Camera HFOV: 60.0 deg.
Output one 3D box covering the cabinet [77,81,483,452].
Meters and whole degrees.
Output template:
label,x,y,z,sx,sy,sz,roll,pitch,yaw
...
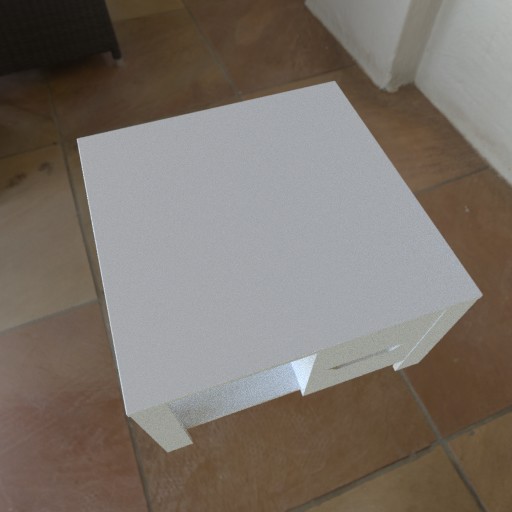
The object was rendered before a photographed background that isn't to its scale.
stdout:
label,x,y,z,sx,sy,sz,roll,pitch,yaw
cabinet,0.000,0.000,1.317,0.800,0.460,0.800,-16,59,-10
